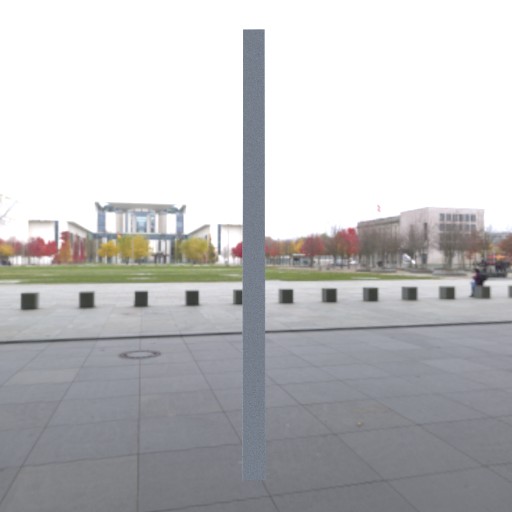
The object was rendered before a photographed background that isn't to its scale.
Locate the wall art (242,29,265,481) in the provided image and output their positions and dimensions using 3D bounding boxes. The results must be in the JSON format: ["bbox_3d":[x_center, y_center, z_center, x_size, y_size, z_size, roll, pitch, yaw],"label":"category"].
[{"bbox_3d":[0.000,0.000,1.128,0.038,0.761,0.763,0,-1,1],"label":"wall art"}]
